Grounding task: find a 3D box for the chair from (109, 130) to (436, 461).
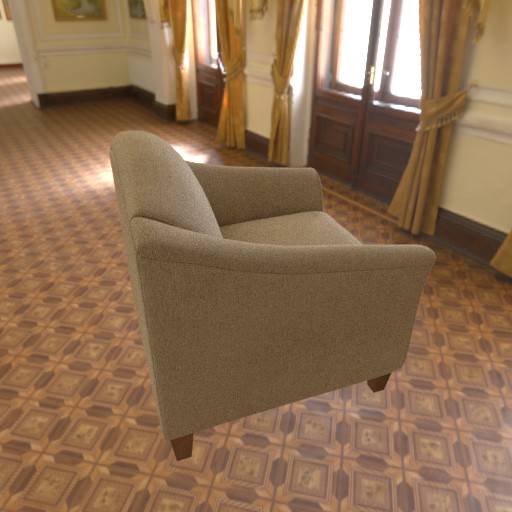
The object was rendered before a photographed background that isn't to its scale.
[{"bbox_3d":[0.000,0.000,1.443,0.787,0.839,0.763,-10,31,-17],"label":"chair"}]
